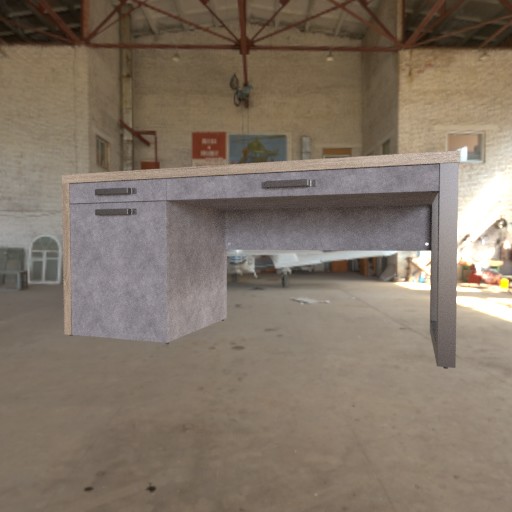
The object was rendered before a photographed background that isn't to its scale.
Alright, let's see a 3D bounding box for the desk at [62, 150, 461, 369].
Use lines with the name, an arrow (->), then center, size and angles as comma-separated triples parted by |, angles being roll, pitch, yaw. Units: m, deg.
desk -> 0.000, 0.000, 2.104 | 1.700, 0.760, 0.690 | 1, 2, 19
